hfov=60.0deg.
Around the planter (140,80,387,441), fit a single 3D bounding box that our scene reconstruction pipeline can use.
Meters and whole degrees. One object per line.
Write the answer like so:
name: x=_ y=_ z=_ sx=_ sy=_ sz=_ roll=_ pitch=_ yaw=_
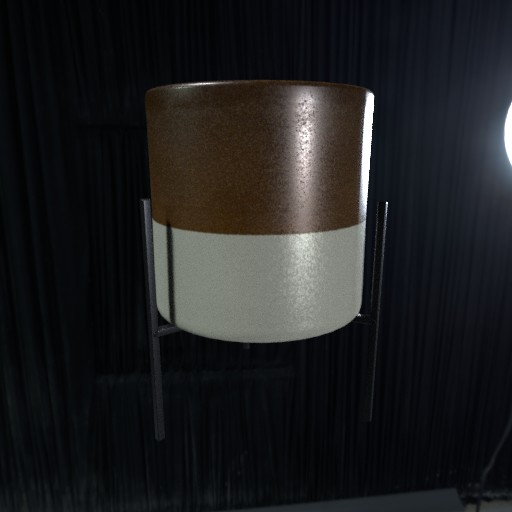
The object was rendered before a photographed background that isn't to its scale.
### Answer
planter: x=0.000 y=0.000 z=0.547 sx=0.255 sy=0.375 sz=0.269 roll=-2 pitch=15 yaw=-9
